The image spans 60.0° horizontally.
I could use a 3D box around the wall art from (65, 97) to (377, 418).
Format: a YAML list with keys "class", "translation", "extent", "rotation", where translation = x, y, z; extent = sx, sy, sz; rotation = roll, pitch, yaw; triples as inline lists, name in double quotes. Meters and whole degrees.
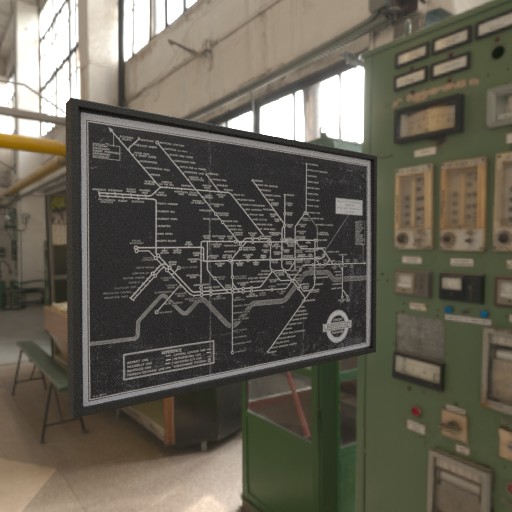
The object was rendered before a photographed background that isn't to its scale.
- class: "wall art"
  translation: [0.000, 0.000, 0.555]
  extent: [0.443, 0.301, 0.021]
  rotation: [-1, 1, -36]
